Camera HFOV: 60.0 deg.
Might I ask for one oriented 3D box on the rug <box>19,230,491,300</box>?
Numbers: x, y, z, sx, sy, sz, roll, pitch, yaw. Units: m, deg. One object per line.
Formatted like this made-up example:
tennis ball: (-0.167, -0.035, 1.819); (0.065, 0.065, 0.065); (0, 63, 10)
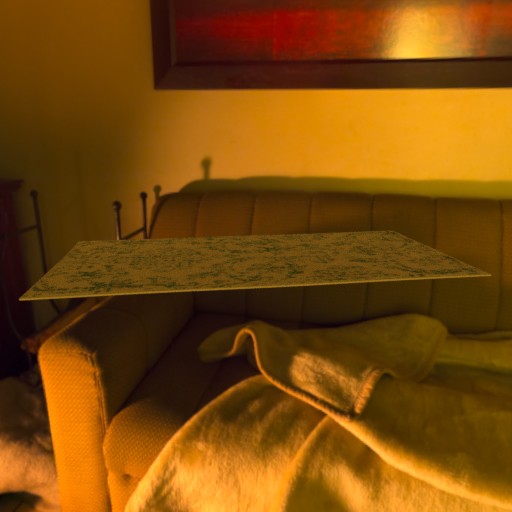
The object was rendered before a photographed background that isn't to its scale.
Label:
rug: (0.000, 0.000, 1.416); (1.220, 0.007, 0.605); (-2, 15, -9)
